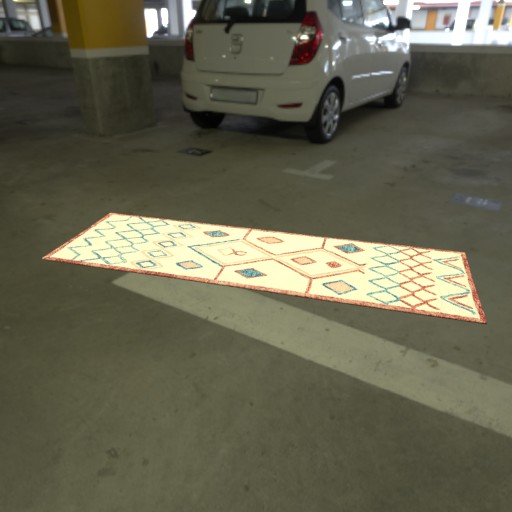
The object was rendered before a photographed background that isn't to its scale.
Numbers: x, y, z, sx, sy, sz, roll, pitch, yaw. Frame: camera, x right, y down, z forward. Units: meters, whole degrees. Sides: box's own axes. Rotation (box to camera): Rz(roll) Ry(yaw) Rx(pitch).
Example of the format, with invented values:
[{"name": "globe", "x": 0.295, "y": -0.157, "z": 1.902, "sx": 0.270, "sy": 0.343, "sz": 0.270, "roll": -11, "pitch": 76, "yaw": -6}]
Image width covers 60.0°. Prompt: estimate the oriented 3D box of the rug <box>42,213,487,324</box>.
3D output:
[{"name": "rug", "x": 0.000, "y": 0.000, "z": 2.666, "sx": 2.435, "sy": 0.011, "sz": 0.750, "roll": 7, "pitch": 28, "yaw": 14}]
